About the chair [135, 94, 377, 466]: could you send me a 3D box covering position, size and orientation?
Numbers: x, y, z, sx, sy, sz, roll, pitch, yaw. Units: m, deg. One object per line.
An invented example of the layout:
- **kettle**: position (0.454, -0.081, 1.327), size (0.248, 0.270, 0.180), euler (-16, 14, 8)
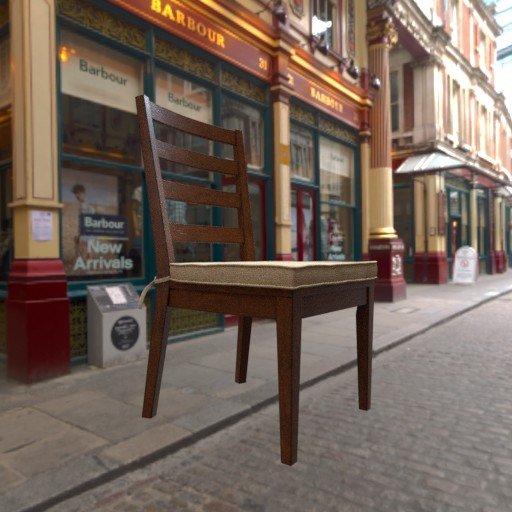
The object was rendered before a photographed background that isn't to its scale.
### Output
- **chair**: position (0.000, 0.000, 1.390), size (0.595, 0.979, 0.593), euler (0, 0, 36)
